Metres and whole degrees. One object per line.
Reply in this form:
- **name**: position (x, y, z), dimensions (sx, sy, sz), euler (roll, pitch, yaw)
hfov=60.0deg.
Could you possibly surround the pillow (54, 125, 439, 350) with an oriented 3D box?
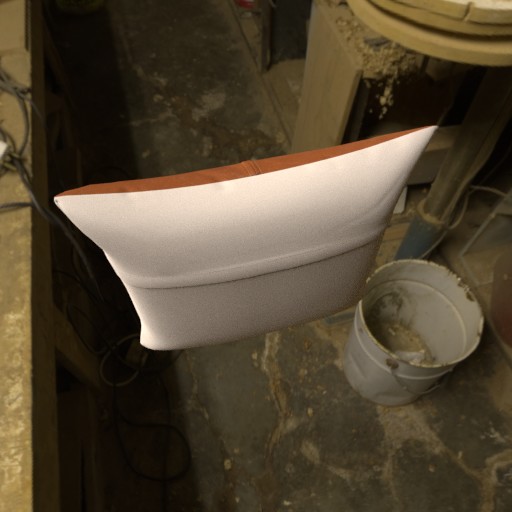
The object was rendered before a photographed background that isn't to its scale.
- **pillow**: position (0.000, 0.000, 0.761), dimensions (0.501, 0.477, 0.192), euler (-12, 58, -8)
